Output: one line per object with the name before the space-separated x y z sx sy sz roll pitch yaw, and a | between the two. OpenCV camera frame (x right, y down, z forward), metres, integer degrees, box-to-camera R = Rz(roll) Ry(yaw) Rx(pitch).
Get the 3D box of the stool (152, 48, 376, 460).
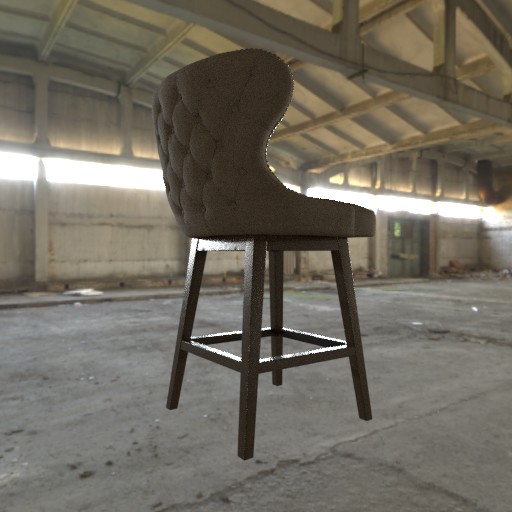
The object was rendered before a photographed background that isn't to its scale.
stool | 0.000 0.000 1.346 0.597 0.972 0.615 0 0 -36
